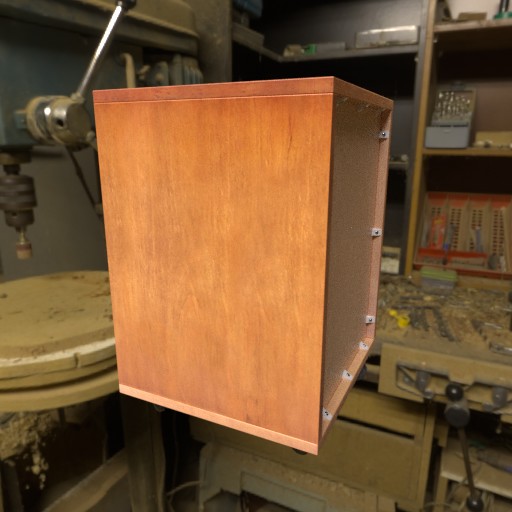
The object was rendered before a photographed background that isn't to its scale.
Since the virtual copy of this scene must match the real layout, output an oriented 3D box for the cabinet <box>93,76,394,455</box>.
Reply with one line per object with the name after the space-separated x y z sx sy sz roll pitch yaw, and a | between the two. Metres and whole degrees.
0.000 0.000 0.853 0.401 0.579 0.409 7 17 25 | cabinet
